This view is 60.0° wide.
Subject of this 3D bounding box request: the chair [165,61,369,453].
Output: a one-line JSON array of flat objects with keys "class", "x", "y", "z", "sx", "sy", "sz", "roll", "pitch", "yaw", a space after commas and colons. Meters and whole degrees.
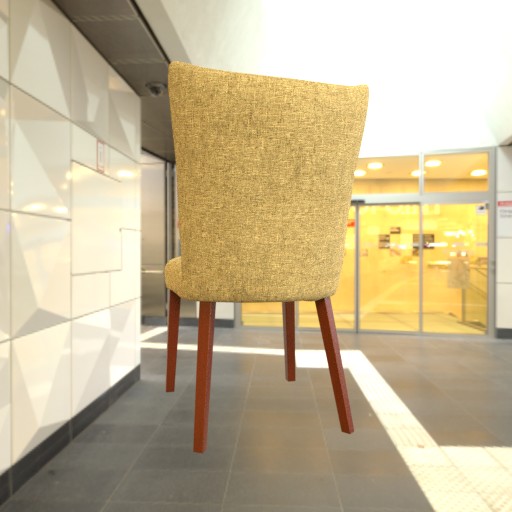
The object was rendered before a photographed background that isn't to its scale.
[{"class": "chair", "x": 0.000, "y": 0.000, "z": 1.293, "sx": 0.535, "sy": 0.924, "sz": 0.623, "roll": 0, "pitch": 0, "yaw": -17}]
